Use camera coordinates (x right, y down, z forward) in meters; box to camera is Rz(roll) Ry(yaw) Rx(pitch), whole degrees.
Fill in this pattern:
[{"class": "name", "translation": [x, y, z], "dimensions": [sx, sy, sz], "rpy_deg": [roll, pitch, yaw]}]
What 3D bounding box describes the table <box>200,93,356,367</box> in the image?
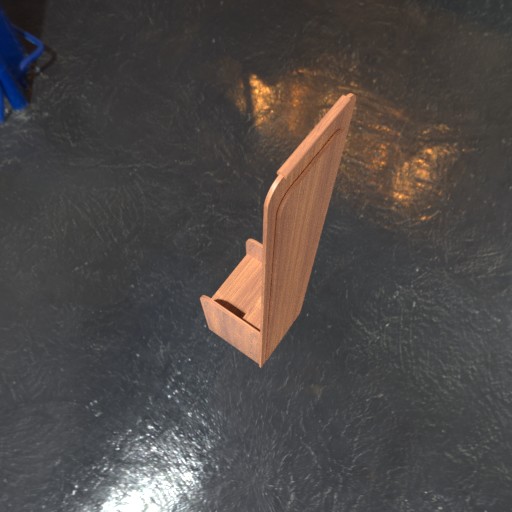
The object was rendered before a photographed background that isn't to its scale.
[{"class": "table", "translation": [0.000, 0.000, 2.008], "dimensions": [0.420, 1.830, 0.450], "rpy_deg": [32, 67, 15]}]
